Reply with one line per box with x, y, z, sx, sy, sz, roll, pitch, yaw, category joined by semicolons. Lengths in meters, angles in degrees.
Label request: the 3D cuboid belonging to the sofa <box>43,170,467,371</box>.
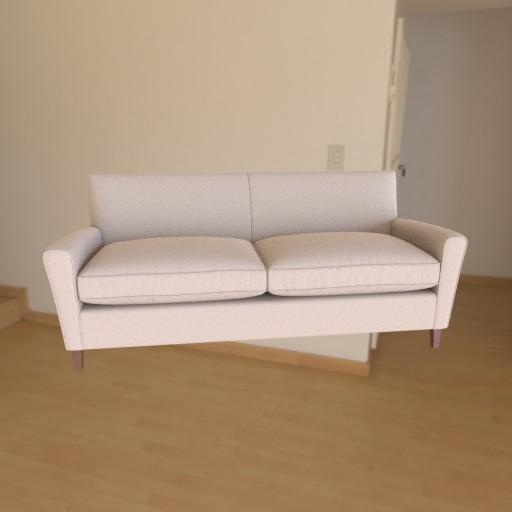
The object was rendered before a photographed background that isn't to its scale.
0.000;0.000;2.484;2.000;0.846;0.875;-2;17;-7;sofa
